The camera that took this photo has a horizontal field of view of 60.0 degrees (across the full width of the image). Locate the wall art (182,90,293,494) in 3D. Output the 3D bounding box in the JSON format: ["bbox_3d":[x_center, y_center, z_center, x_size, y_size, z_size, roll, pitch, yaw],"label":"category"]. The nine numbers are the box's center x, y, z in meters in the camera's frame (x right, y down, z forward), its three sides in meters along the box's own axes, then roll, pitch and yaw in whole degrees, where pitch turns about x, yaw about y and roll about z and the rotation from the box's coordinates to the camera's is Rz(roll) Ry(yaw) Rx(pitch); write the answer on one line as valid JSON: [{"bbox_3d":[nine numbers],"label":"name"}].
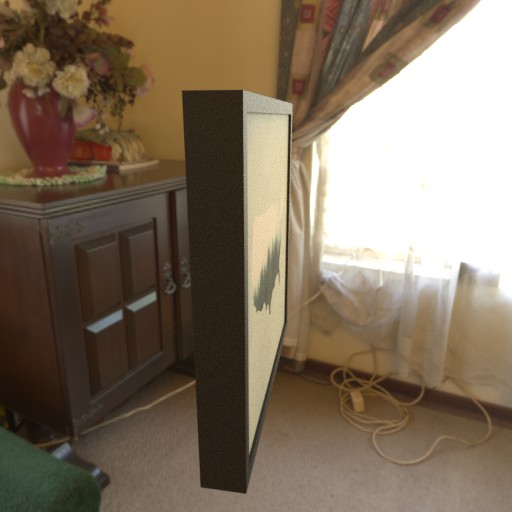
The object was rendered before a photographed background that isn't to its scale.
[{"bbox_3d":[0.000,0.000,0.456,0.038,0.304,0.304,3,18,10],"label":"wall art"}]
